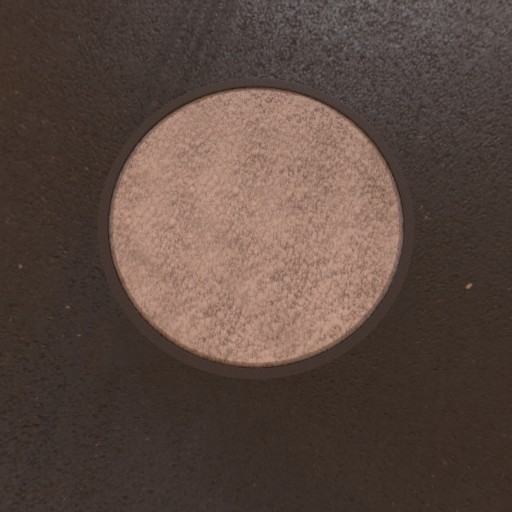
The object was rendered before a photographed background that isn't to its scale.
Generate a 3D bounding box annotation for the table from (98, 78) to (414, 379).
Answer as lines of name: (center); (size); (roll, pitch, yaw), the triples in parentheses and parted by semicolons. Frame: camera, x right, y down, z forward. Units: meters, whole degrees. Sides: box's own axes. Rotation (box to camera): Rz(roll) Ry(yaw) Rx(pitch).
table: (0.000, 0.000, 0.901); (0.470, 0.498, 0.470); (0, 76, 0)
